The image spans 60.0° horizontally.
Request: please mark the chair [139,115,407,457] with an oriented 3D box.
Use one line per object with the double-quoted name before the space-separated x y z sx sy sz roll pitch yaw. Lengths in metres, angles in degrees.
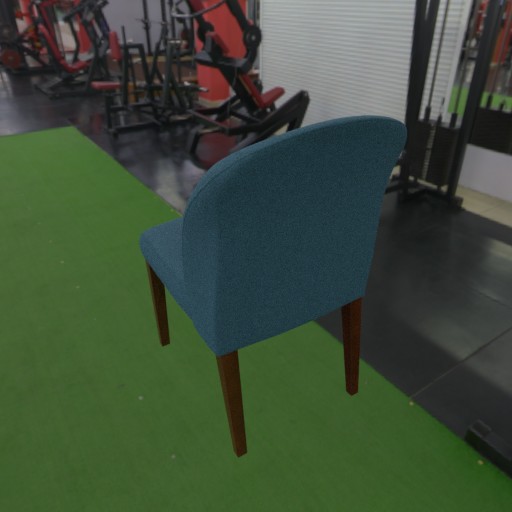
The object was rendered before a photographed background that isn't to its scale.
"chair" 0.000 0.000 1.242 0.507 0.879 0.620 -18 35 -27
